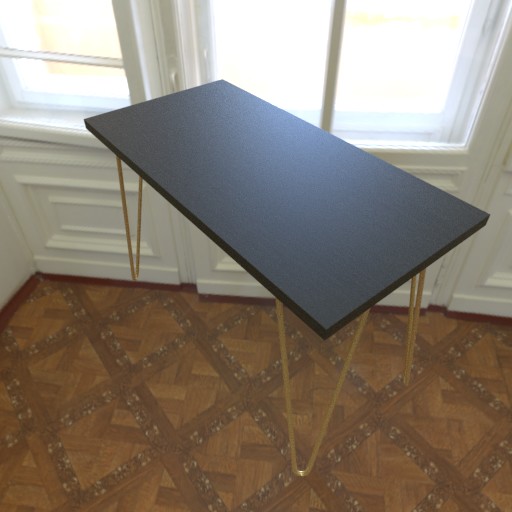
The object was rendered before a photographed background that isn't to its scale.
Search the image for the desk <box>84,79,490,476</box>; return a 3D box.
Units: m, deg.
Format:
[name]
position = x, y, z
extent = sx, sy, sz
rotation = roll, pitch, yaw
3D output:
[desk]
position = 0.000, 0.000, 1.345
extent = 0.499, 0.660, 0.991
rotation = -28, 49, -28
